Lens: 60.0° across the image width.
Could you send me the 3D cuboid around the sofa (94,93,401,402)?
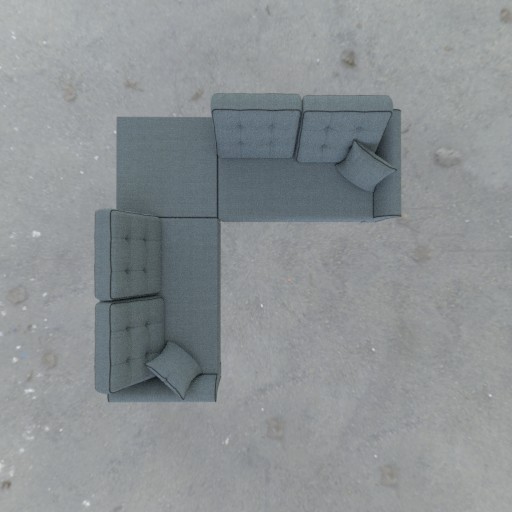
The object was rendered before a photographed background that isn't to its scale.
[{"bbox_3d":[0.000,0.000,3.225,2.070,0.988,2.068,0,89,0],"label":"sofa"}]
